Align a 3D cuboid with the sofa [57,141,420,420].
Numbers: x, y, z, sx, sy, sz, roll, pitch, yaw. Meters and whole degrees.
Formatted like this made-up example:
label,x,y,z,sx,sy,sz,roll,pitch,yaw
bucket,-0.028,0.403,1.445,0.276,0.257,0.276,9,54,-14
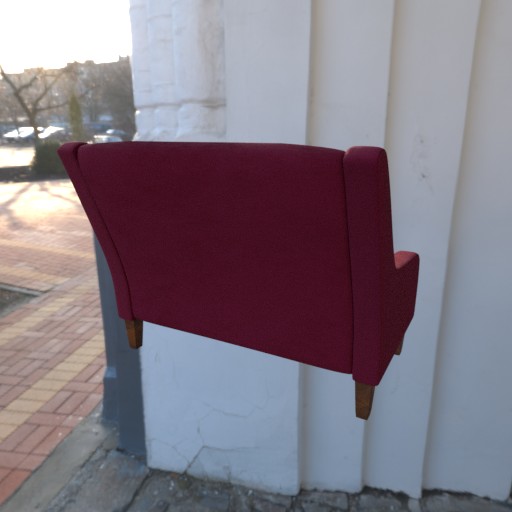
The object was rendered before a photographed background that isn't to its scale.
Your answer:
label,x,y,z,sx,sy,sz,roll,pitch,yaw
sofa,0.000,0.000,1.925,1.242,0.976,0.946,9,18,28
